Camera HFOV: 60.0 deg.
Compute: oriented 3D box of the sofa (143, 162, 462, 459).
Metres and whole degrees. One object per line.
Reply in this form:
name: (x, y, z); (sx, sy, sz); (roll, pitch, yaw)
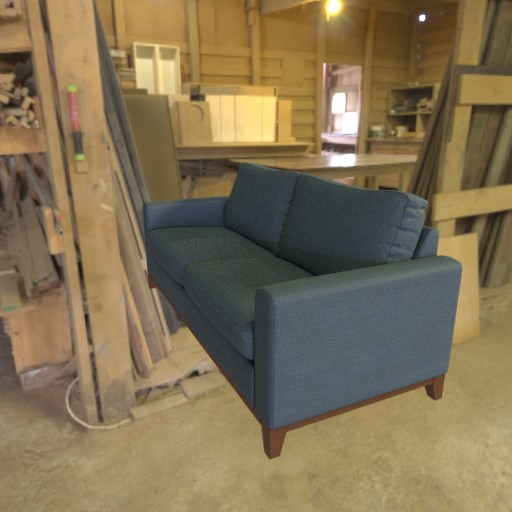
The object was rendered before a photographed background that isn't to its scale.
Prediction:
sofa: (0.000, 0.000, 2.395); (0.877, 0.865, 1.900); (-8, 19, -25)
